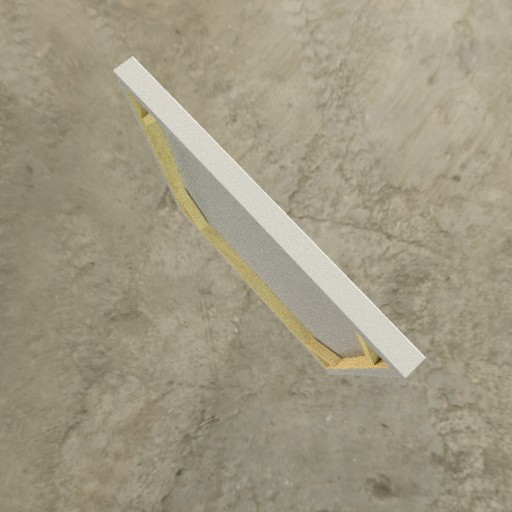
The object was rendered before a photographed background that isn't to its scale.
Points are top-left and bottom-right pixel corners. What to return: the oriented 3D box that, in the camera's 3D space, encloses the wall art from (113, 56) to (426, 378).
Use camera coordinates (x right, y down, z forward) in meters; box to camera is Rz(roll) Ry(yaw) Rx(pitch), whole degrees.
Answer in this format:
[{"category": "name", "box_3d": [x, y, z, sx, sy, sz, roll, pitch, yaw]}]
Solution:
[{"category": "wall art", "box_3d": [0.000, 0.000, 0.918, 0.038, 0.610, 0.610, -41, 79, -10]}]
